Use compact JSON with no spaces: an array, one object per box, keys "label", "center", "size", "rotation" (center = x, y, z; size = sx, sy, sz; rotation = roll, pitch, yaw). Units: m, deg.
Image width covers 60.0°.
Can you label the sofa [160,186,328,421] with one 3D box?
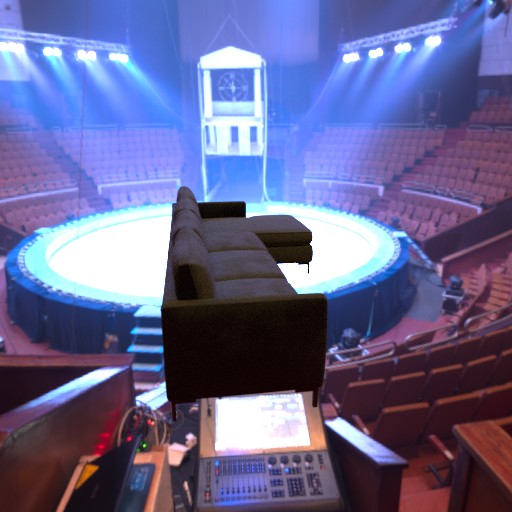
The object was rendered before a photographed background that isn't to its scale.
[{"label":"sofa","center":[0.000,0.000,3.264],"size":[1.255,0.756,2.725],"rotation":[-3,16,-9]}]
